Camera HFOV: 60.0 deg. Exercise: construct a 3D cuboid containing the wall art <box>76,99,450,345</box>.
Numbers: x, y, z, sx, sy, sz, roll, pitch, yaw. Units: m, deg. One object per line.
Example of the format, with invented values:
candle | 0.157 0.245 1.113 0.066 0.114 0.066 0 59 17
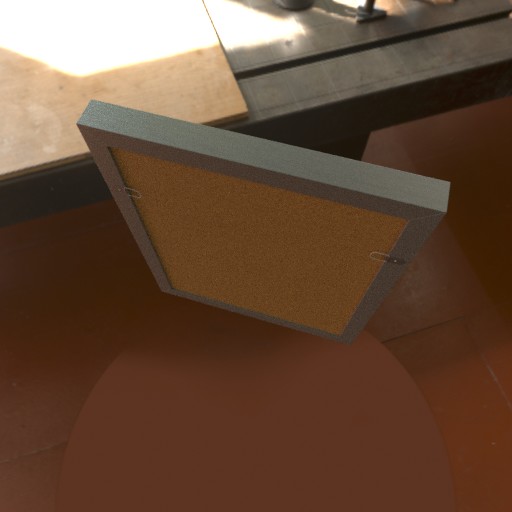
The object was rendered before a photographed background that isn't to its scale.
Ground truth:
wall art | 0.000 0.000 0.529 0.308 0.379 0.030 15 65 7
